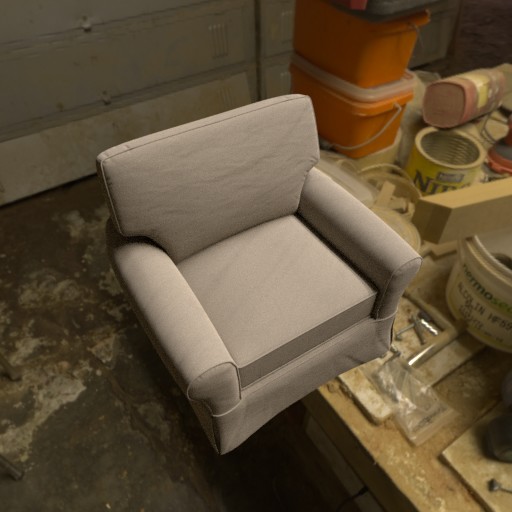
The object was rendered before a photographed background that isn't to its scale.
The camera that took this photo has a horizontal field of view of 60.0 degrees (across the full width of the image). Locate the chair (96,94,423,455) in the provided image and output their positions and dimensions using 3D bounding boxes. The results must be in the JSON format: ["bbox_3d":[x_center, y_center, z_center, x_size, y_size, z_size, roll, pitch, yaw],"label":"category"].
[{"bbox_3d":[0.000,0.000,1.943,1.135,1.017,0.988,-24,51,-22],"label":"chair"}]
